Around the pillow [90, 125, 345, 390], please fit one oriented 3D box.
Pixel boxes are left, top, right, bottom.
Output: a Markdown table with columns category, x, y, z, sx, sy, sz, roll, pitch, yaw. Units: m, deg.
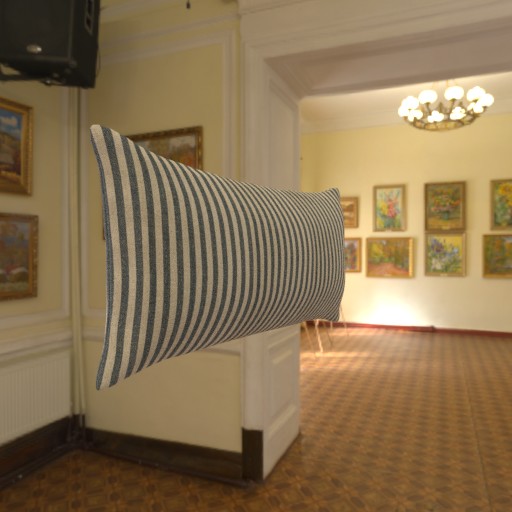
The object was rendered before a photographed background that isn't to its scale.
| category | x | y | z | sx | sy | sz | roll | pitch | yaw |
| --- | --- | --- | --- | --- | --- | --- | --- | --- | --- |
| pillow | 0.000 | 0.000 | 0.735 | 0.151 | 0.295 | 0.617 | 1 | 1 | 36 |
